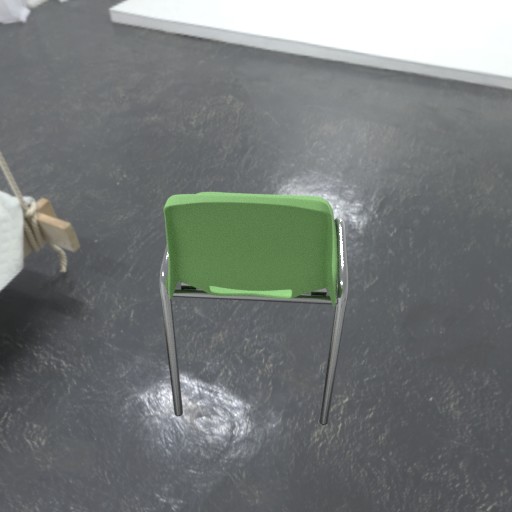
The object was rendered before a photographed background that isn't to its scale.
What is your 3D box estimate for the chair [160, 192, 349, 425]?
[{"bbox_3d":[0.000,0.000,0.934,0.381,0.653,0.436,2,47,2],"label":"chair"}]
